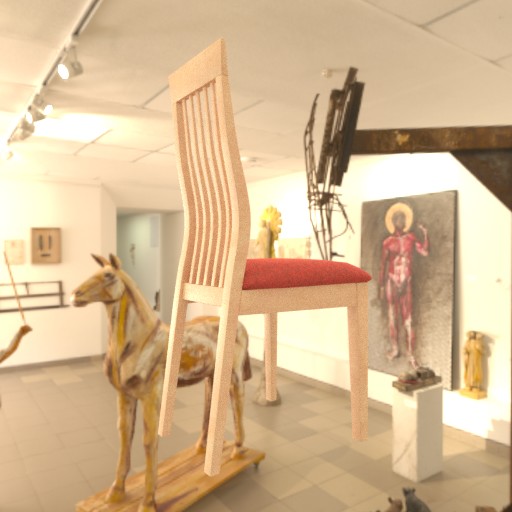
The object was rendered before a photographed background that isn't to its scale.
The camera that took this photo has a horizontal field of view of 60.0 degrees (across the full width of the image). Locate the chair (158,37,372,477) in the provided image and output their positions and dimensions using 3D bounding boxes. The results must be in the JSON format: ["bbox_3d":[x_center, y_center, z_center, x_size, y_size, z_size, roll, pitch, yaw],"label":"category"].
[{"bbox_3d":[0.000,0.000,1.275,0.474,1.027,0.460,-1,1,-36],"label":"chair"}]
